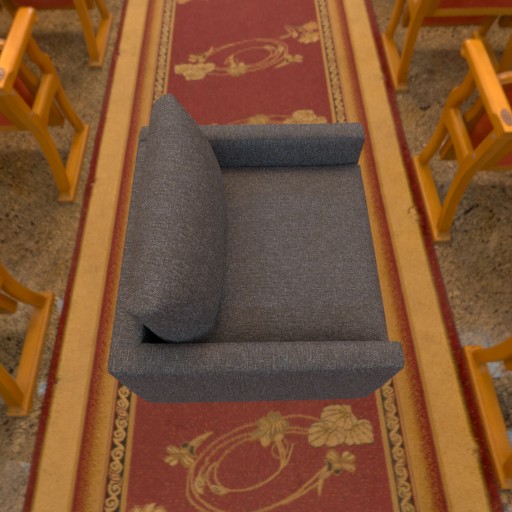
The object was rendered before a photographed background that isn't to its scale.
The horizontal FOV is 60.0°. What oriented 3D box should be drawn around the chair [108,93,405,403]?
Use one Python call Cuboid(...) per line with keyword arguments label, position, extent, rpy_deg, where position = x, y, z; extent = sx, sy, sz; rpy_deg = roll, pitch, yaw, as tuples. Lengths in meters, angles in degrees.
Cuboid(label="chair", position=(0.000, 0.000, 1.629), extent=(0.866, 0.861, 0.963), rpy_deg=(-1, 62, -1))
